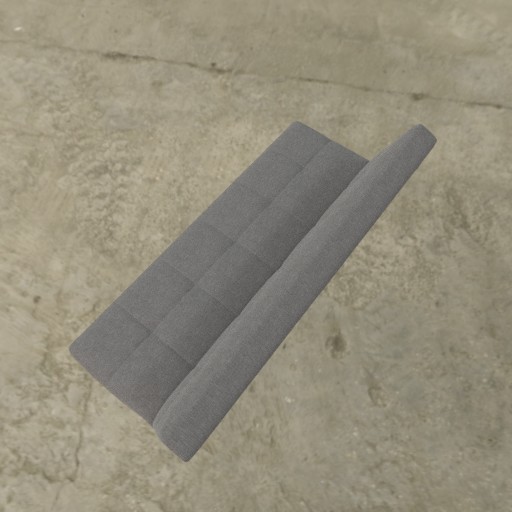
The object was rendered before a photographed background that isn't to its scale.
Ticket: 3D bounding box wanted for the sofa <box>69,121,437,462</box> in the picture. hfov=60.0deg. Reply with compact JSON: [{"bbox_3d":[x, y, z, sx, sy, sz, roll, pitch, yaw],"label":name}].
[{"bbox_3d":[0.000,0.000,2.203,0.820,0.770,1.820,35,68,17],"label":"sofa"}]
